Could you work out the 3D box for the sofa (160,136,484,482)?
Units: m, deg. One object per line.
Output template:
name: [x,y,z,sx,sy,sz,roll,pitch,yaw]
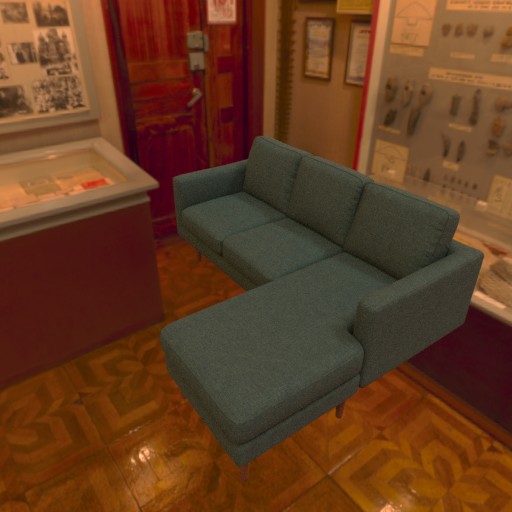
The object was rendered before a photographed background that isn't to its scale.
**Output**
sofa: [0.000,0.000,2.855,1.667,0.957,2.055,-20,37,-30]
